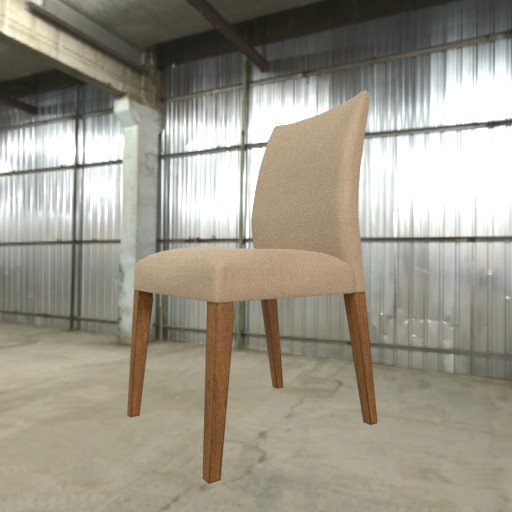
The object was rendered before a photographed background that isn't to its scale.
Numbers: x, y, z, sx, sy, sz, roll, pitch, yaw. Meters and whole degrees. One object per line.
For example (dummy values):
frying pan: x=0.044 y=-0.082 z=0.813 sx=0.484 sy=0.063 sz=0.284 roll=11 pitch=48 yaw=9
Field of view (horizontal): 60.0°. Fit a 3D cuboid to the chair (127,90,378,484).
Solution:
chair: x=0.000 y=0.000 z=1.283 sx=0.585 sy=0.940 sz=0.496 roll=0 pitch=0 yaw=-35
